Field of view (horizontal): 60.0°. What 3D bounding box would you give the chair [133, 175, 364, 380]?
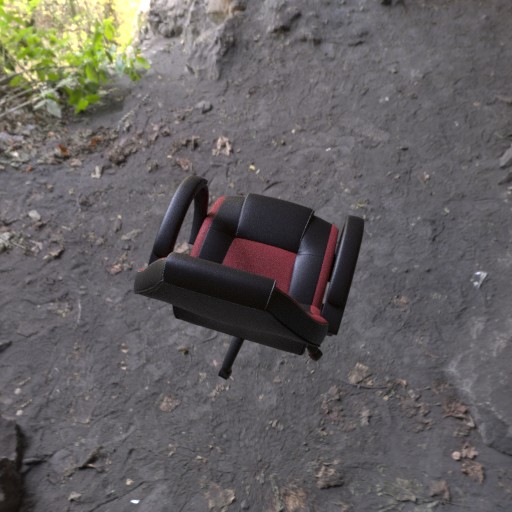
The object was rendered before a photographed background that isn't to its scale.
[{"bbox_3d":[0.000,0.000,1.691,0.750,1.189,0.783,15,65,7],"label":"chair"}]
